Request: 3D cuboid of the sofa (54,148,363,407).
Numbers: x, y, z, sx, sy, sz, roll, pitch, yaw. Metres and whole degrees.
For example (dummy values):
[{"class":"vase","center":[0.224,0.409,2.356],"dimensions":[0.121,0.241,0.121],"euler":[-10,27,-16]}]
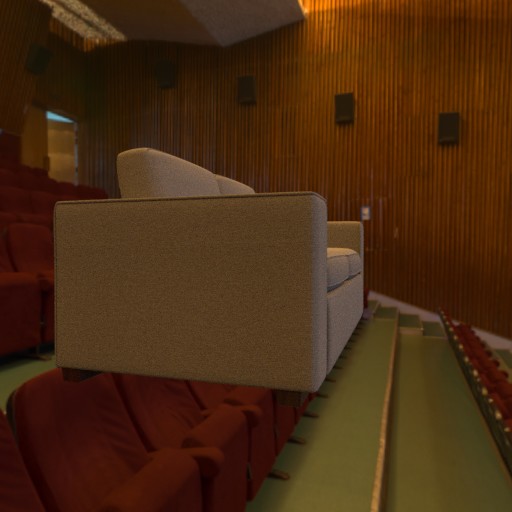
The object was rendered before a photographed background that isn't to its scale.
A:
[{"class":"sofa","center":[0.000,0.000,2.364],"dimensions":[1.007,0.924,1.812],"euler":[0,1,18]}]
